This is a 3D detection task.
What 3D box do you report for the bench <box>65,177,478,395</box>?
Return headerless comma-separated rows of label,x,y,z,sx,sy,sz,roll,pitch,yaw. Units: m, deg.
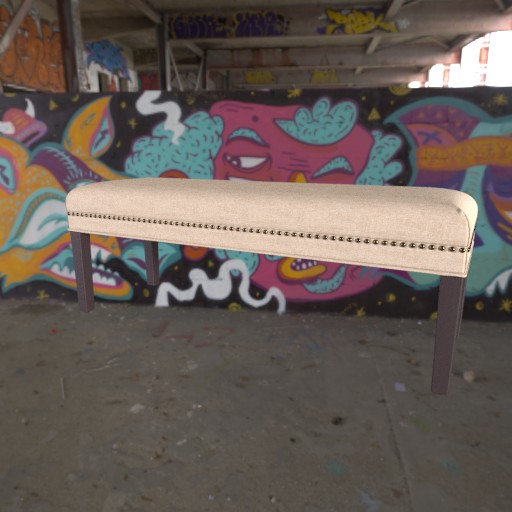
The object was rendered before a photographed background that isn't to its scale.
bench,0.000,0.000,1.402,1.219,0.457,0.410,7,15,27
